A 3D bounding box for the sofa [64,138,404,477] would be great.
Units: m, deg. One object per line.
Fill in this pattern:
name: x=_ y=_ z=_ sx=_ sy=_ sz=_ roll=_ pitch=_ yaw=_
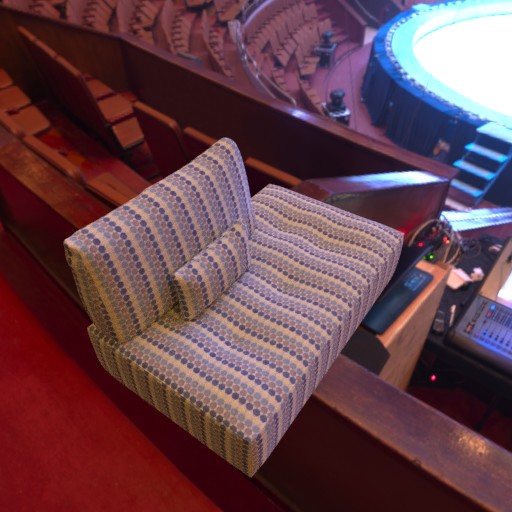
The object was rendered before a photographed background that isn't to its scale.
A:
sofa: x=0.000 y=0.000 z=2.104 sx=1.000 sy=0.820 sz=1.450 roll=25 pitch=47 yaw=26
